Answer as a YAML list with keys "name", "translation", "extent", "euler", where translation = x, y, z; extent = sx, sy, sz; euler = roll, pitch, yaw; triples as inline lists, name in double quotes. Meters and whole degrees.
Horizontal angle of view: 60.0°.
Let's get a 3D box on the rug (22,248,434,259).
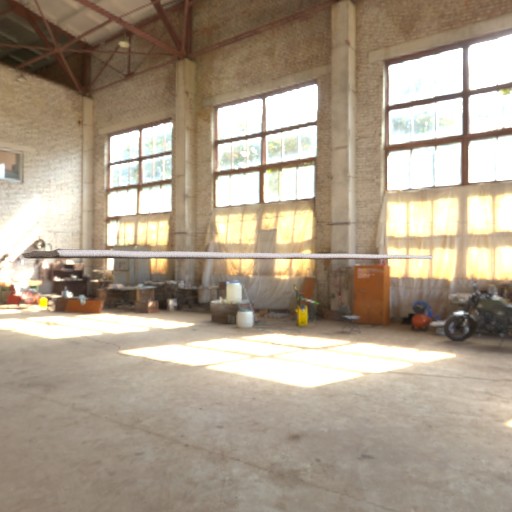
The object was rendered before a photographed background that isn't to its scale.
- name: "rug"
  translation: [0.000, 0.000, 2.644]
  extent: [2.381, 0.035, 0.832]
  euler: [0, -1, -36]
